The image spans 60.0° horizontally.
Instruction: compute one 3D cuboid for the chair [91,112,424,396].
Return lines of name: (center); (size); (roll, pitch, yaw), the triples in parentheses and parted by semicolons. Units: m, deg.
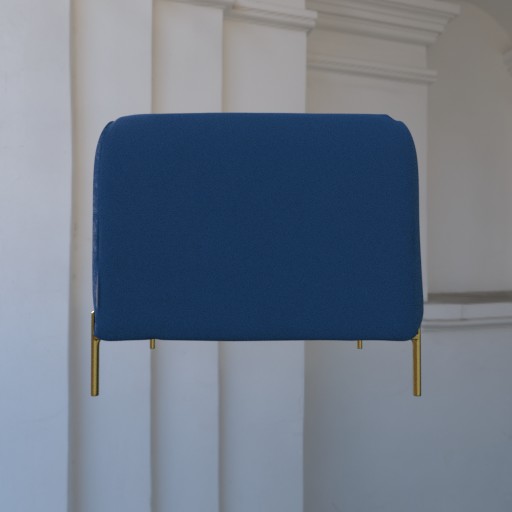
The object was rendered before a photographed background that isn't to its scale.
chair: (0.000, 0.000, 1.611); (0.947, 0.793, 0.877); (0, -1, 0)
